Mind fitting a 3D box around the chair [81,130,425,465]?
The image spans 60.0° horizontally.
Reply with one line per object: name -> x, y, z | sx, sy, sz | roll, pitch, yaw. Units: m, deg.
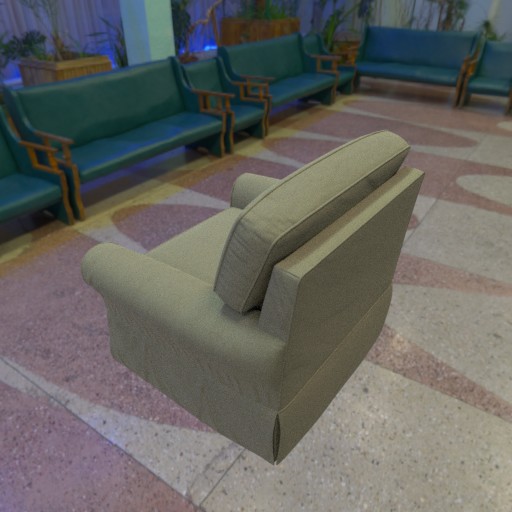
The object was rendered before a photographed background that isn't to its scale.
chair -> 0.000, 0.000, 1.886 | 0.988, 1.017, 1.135 | 22, 39, 31
